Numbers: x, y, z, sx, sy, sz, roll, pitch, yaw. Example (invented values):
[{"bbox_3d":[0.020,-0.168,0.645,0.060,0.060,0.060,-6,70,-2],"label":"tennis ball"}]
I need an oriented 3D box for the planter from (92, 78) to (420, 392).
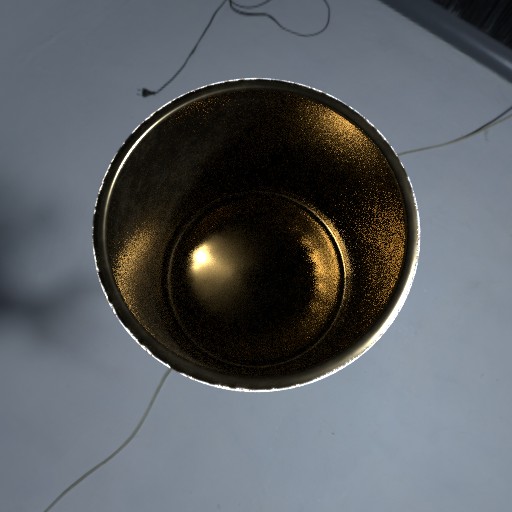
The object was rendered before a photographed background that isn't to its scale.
[{"bbox_3d":[0.000,0.000,0.311,0.178,0.157,0.178,0,76,0],"label":"planter"}]
